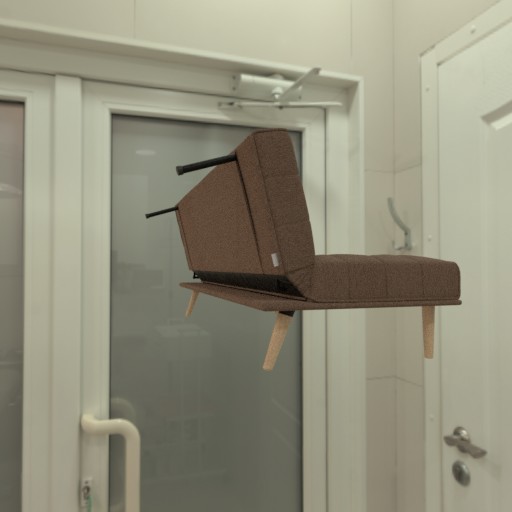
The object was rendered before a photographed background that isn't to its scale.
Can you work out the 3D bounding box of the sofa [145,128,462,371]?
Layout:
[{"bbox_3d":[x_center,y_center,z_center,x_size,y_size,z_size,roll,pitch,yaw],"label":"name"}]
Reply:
[{"bbox_3d":[0.000,0.000,2.339,1.038,0.810,1.820,0,-1,-18],"label":"sofa"}]
